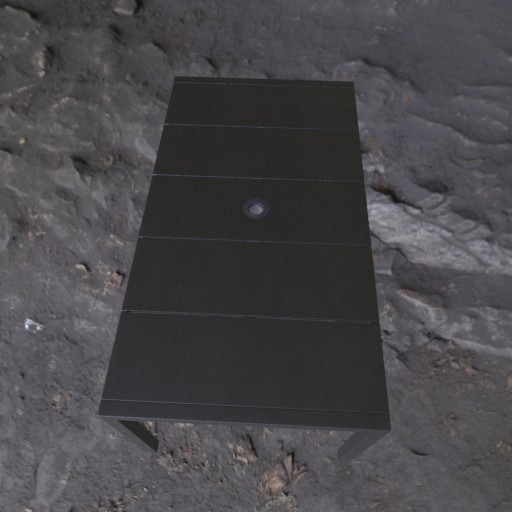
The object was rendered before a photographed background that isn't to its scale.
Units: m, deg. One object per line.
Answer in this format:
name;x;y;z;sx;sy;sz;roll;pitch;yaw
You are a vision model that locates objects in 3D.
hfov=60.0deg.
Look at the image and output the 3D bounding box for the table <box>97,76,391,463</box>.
table;0.000;0.000;2.124;0.914;0.735;1.680;2;58;1
